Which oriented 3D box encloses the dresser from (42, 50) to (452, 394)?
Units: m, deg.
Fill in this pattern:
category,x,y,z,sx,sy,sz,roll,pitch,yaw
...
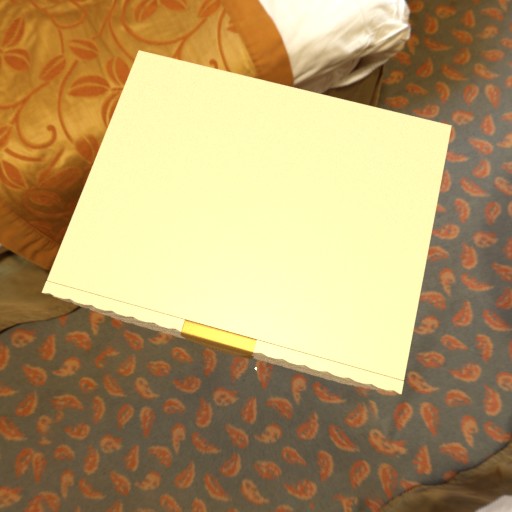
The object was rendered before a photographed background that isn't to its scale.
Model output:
category,x,y,z,sx,sy,sz,roll,pitch,yaw
dresser,0.000,0.000,0.916,0.503,0.568,0.414,15,76,4
